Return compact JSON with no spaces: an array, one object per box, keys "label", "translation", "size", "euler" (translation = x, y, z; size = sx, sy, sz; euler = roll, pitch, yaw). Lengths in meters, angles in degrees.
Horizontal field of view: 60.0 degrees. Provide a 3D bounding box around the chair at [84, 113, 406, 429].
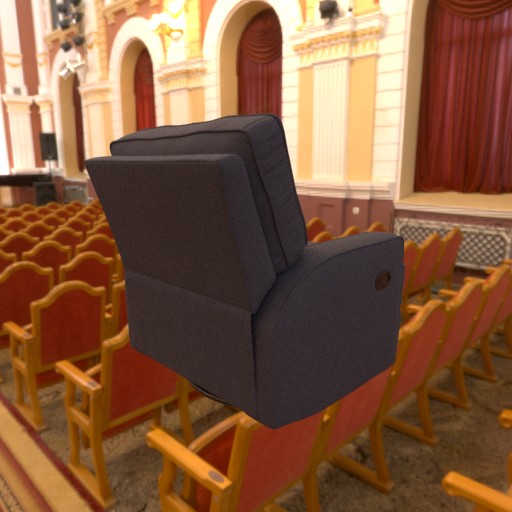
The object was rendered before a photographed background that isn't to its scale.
[{"label":"chair","translation":[0.000,0.000,1.688],"size":[0.964,0.962,0.861],"euler":[-11,17,-43]}]
